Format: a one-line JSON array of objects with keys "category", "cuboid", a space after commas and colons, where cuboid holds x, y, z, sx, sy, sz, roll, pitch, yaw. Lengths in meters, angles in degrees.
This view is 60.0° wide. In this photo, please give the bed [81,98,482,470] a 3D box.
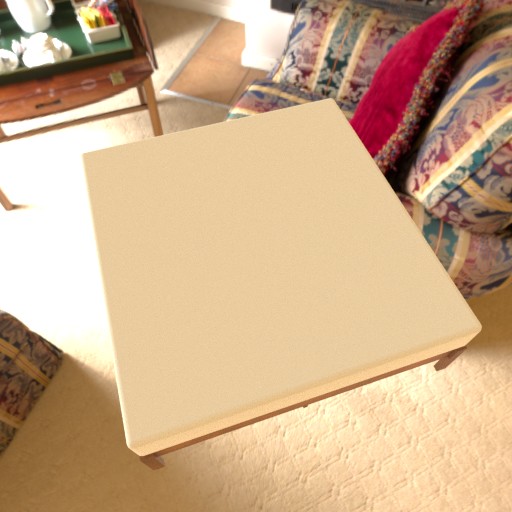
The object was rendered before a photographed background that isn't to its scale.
[{"category": "bed", "cuboid": [0.000, 0.000, 2.990, 1.930, 0.616, 2.049, -16, 59, -10]}]
